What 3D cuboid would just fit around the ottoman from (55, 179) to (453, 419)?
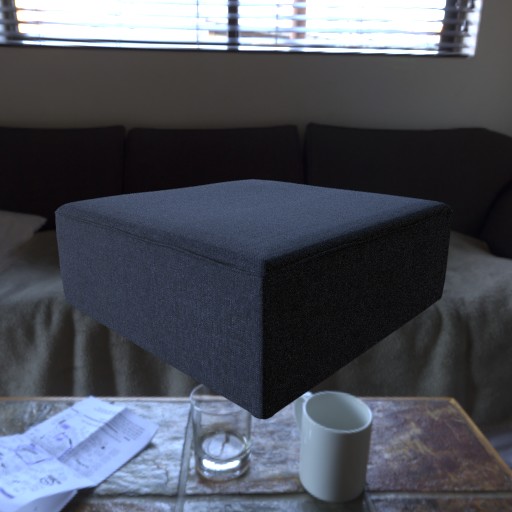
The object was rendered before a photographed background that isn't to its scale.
[{"bbox_3d":[0.000,0.000,1.601,1.017,0.423,1.023,16,23,42],"label":"ottoman"}]
